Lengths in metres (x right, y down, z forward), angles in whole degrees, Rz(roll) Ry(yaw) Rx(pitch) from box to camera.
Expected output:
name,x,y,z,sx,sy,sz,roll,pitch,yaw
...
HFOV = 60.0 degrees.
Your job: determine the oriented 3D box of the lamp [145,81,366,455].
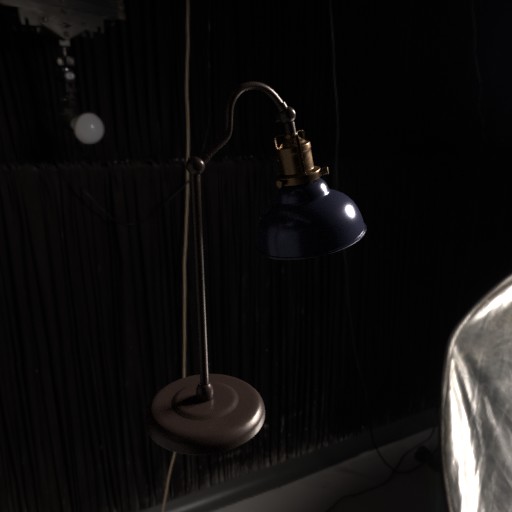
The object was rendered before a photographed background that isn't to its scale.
name,x,y,z,sx,sy,sz,roll,pitch,yaw
lamp,0.000,0.000,0.691,0.374,0.508,0.192,-8,17,-26
